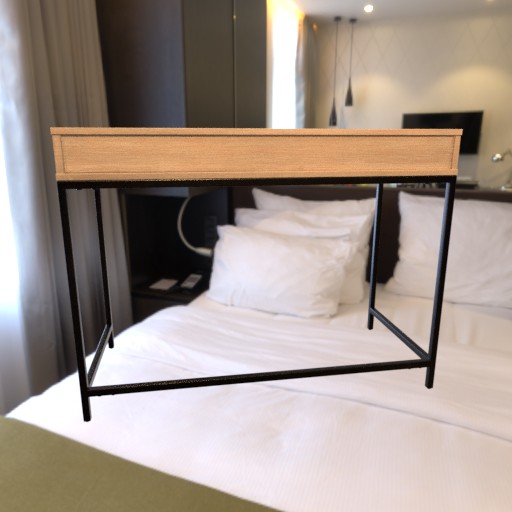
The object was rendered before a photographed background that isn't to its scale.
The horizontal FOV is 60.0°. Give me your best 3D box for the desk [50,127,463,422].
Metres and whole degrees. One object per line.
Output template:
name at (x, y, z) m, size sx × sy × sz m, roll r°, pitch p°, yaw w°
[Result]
desk at (0.000, 0.000, 1.397) m, size 1.016 × 0.762 × 0.470 m, roll -2°, pitch 15°, yaw -9°
